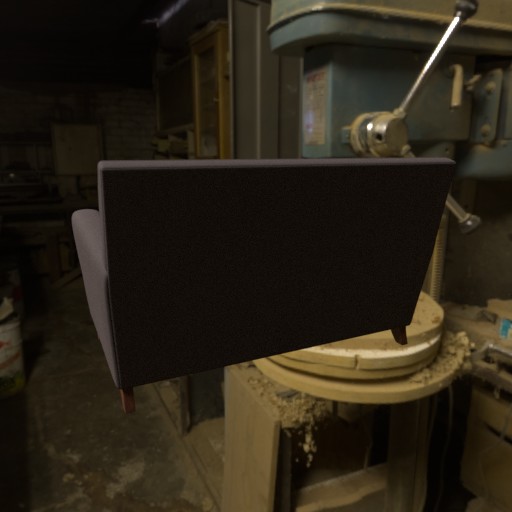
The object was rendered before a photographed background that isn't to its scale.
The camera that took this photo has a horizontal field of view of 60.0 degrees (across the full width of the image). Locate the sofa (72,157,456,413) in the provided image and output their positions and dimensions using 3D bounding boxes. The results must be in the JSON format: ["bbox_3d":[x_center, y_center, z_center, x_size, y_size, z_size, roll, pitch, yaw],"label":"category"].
[{"bbox_3d":[0.000,0.000,1.941,1.420,0.846,0.871,-6,15,-25],"label":"sofa"}]
